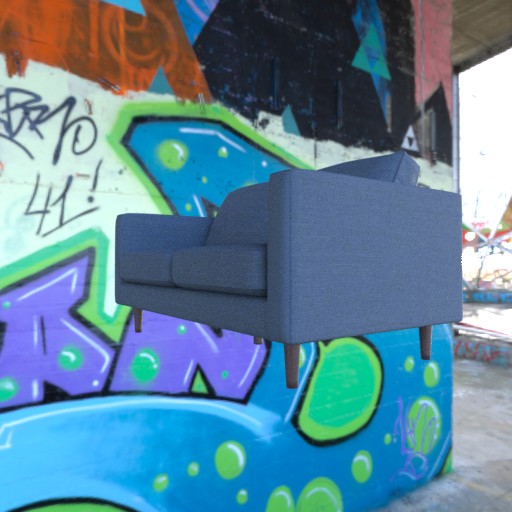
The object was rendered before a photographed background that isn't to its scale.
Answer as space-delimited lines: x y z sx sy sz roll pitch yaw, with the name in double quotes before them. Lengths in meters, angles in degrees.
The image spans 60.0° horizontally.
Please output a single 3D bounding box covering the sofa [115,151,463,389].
"sofa" 0.000 0.000 2.283 0.999 0.907 1.659 1 -1 -35
